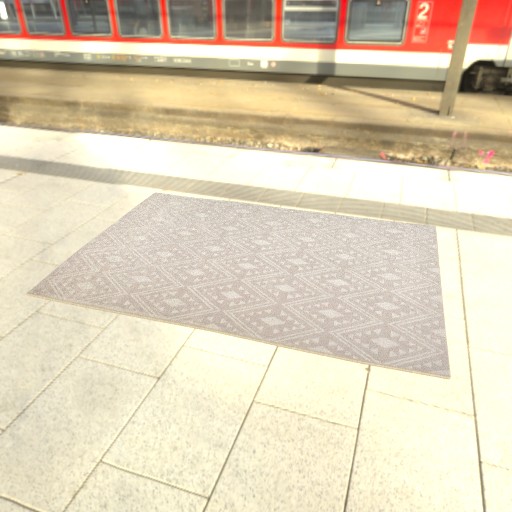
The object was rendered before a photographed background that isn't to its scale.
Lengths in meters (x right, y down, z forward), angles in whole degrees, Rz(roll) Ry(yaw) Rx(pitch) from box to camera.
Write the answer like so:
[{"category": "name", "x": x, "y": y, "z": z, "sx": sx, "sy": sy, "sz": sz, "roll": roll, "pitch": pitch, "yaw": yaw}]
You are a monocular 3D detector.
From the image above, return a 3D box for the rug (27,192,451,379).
[{"category": "rug", "x": 0.000, "y": 0.000, "z": 2.318, "sx": 1.829, "sy": 0.034, "sz": 1.252, "roll": 9, "pitch": 32, "yaw": 14}]
